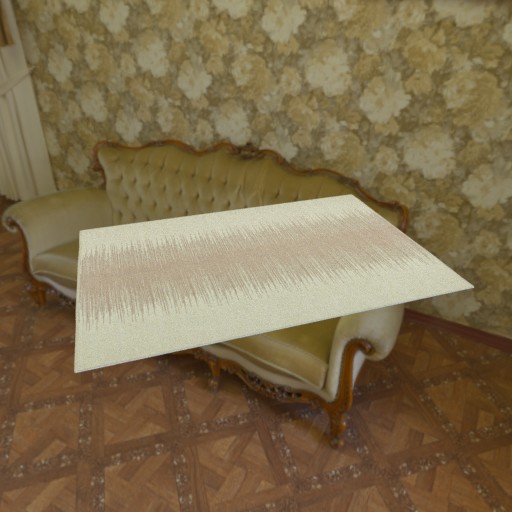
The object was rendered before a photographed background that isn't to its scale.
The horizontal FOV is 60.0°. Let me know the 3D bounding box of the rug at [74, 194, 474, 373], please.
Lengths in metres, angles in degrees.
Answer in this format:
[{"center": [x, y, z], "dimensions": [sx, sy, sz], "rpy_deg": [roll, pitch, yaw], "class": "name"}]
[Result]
[{"center": [0.000, 0.000, 2.424], "dimensions": [1.850, 0.006, 1.234], "rpy_deg": [-9, 32, -15], "class": "rug"}]
